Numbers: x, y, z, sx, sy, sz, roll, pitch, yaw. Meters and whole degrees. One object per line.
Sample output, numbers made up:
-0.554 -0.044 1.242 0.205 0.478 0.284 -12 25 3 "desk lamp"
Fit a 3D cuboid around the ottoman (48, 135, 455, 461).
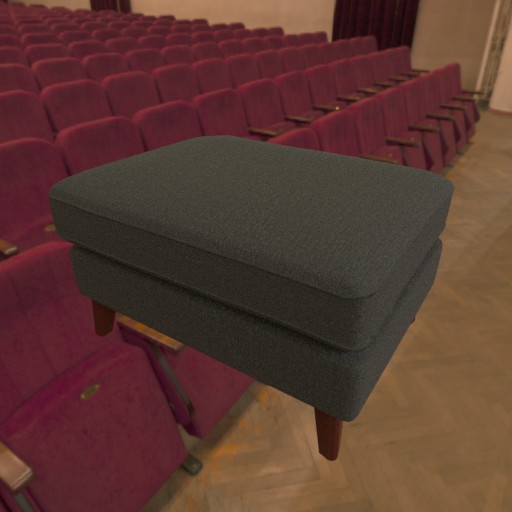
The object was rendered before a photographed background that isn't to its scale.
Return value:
0.000 0.000 1.196 0.835 0.503 0.629 18 34 29 "ottoman"
